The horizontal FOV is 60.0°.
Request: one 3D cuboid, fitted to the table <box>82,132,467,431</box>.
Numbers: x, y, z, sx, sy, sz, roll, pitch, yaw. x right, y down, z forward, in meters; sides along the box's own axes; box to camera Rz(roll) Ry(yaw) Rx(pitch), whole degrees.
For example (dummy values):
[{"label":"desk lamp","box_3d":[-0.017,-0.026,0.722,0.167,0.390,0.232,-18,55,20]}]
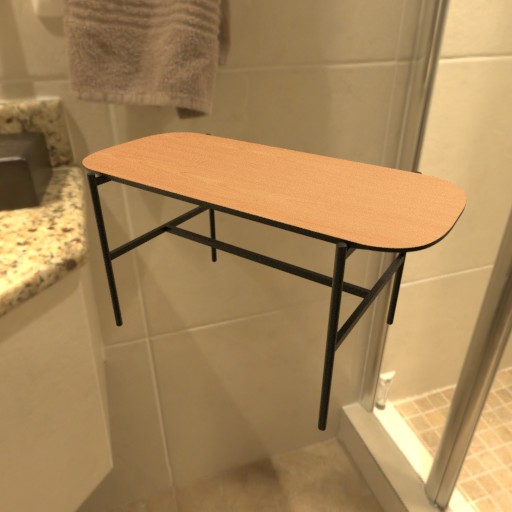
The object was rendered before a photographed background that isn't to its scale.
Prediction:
[{"label":"table","box_3d":[0.000,0.000,1.021,0.800,0.400,0.400,18,34,29]}]
